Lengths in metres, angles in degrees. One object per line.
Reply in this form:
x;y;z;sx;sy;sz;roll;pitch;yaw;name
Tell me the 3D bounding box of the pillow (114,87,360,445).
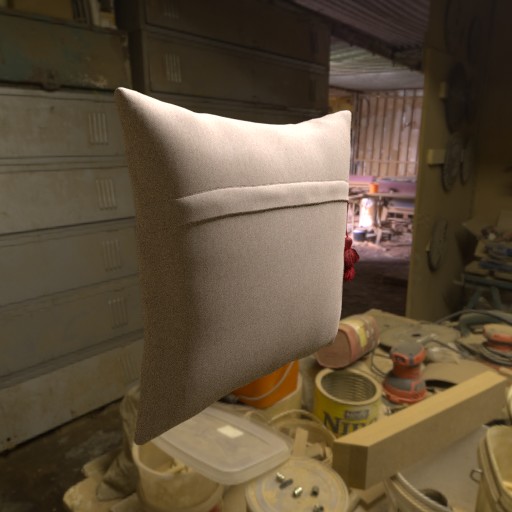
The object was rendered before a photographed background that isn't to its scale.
0.000;0.000;0.663;0.173;0.436;0.433;13;19;43;pillow
